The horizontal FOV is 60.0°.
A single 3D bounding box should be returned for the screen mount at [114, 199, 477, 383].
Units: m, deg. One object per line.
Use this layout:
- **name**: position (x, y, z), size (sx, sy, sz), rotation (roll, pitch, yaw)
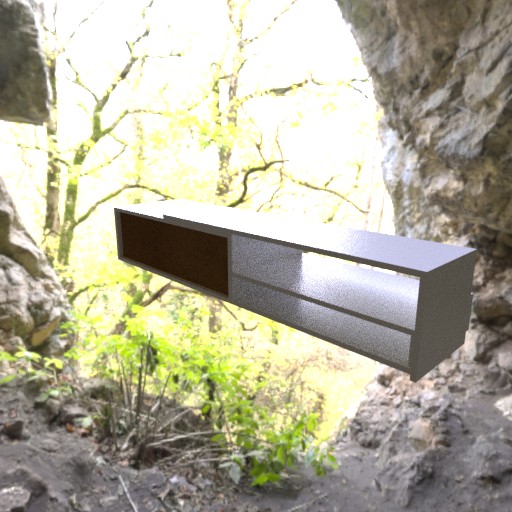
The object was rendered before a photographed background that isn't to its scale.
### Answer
- **screen mount**: position (0.000, 0.000, 1.898), size (0.420, 0.320, 1.680), rotation (-14, 21, -43)
